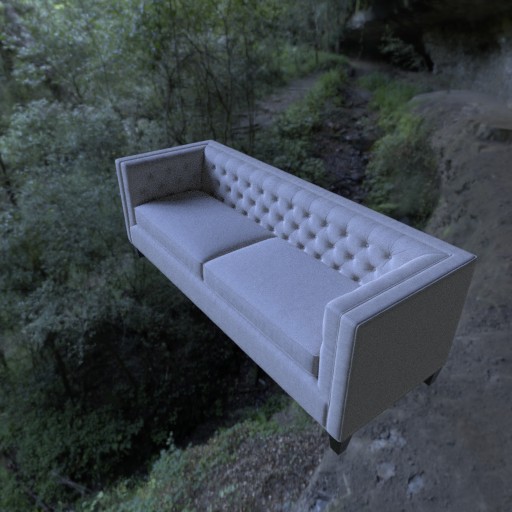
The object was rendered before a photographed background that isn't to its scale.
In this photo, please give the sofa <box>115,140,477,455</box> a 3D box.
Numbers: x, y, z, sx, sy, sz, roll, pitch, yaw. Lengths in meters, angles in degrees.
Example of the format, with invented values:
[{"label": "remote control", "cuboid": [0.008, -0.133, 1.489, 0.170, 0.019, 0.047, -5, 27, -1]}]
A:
[{"label": "sofa", "cuboid": [0.000, 0.000, 2.627, 0.775, 0.762, 2.159, -21, 37, -31]}]
